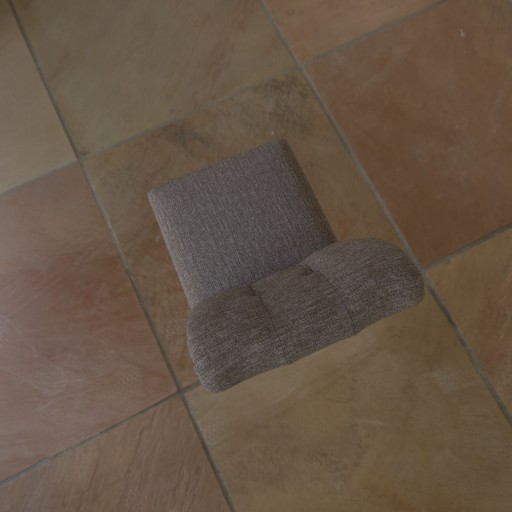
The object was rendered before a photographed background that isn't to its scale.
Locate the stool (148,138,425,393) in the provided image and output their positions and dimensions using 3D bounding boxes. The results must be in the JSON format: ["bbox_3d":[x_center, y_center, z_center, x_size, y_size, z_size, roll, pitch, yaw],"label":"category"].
[{"bbox_3d":[0.000,0.000,1.301,0.457,0.970,0.611,-23,78,-5],"label":"stool"}]
